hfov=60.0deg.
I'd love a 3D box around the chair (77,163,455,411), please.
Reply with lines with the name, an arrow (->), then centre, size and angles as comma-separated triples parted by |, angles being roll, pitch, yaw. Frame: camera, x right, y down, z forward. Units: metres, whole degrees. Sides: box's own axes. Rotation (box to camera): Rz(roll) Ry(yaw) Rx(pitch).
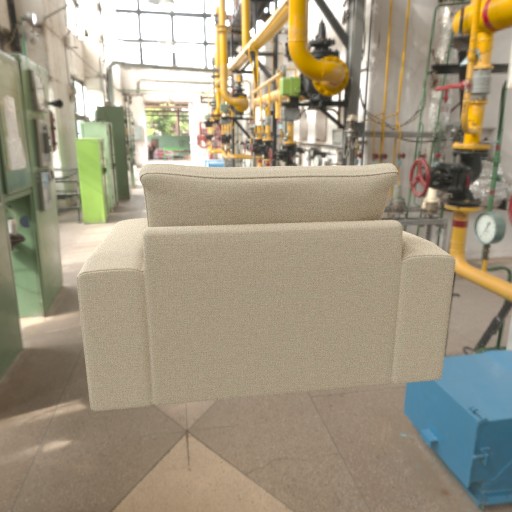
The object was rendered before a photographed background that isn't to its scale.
chair -> 0.000, 0.000, 2.113 | 1.398, 0.915, 1.039 | -2, 15, -9
